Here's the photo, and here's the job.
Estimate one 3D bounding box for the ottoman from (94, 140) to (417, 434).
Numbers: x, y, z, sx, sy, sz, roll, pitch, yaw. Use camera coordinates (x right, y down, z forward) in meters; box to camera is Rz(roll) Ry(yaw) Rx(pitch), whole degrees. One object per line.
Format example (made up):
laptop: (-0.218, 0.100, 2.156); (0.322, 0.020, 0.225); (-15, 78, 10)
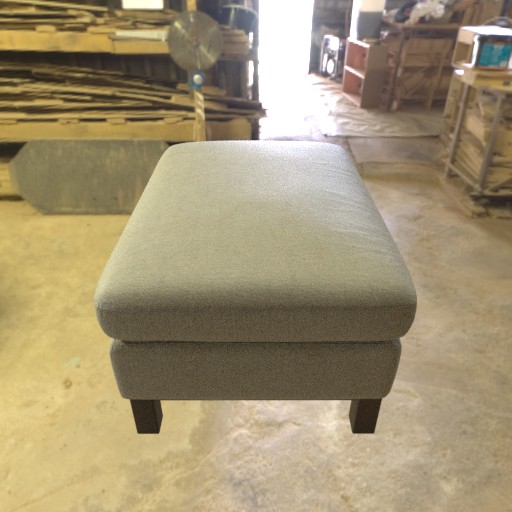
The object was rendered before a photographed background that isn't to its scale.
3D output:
ottoman: (0.000, 0.000, 1.044); (0.528, 0.404, 0.735); (0, 33, 0)
